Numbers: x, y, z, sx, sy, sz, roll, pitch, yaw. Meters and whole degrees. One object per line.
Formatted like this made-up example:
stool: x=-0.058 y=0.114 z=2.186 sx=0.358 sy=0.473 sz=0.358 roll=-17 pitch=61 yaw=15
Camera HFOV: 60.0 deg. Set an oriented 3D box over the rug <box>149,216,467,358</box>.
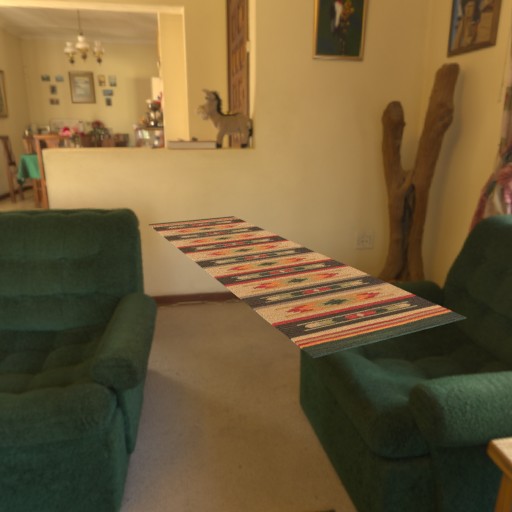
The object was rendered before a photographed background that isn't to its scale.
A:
rug: x=0.000 y=0.000 z=2.735 sx=0.760 sy=0.009 sz=2.440 roll=-8 pitch=18 yaw=-25
